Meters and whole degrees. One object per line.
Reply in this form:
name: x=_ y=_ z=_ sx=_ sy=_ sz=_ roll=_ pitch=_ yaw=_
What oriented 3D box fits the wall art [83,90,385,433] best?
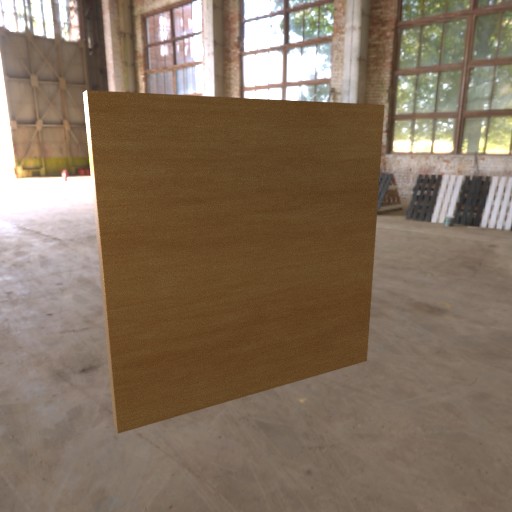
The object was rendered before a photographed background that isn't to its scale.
wall art: x=0.000 y=0.000 z=0.452 sx=0.302 sy=0.302 sz=0.019 roll=-8 pitch=16 yaw=-27
